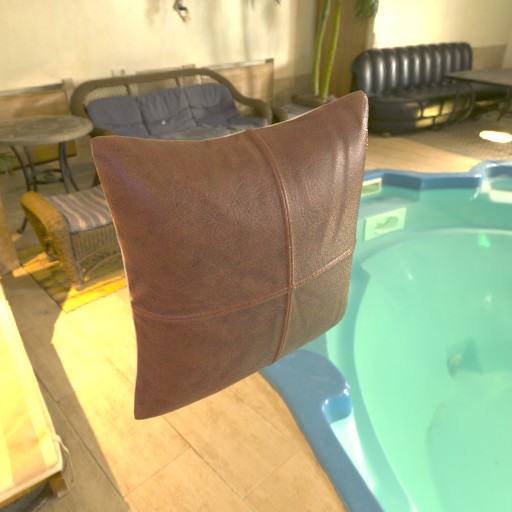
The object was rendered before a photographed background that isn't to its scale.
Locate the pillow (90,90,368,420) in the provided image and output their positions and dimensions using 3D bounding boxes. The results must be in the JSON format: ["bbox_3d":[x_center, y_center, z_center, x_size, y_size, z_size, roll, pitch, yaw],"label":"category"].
[{"bbox_3d":[0.000,0.000,0.729,0.484,0.470,0.192,-21,36,-32],"label":"pillow"}]
